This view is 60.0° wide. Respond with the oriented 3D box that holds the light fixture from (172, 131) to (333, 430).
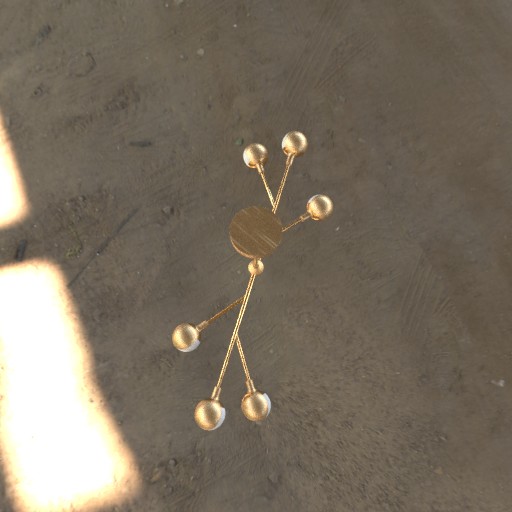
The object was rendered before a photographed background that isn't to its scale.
[{"bbox_3d":[0.000,0.000,1.022,0.434,0.362,0.778,32,77,8],"label":"light fixture"}]
